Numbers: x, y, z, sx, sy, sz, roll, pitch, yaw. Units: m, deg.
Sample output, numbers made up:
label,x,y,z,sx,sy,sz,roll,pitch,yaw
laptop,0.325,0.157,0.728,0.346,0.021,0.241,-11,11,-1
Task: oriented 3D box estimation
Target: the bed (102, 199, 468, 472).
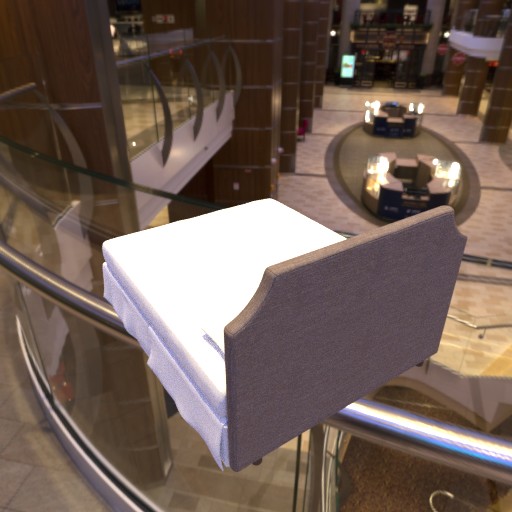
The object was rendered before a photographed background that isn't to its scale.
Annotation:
label,x,y,z,sx,sy,sz,roll,pitch,yaw
bed,0.000,0.000,4.206,2.350,1.590,2.773,-18,34,-29
